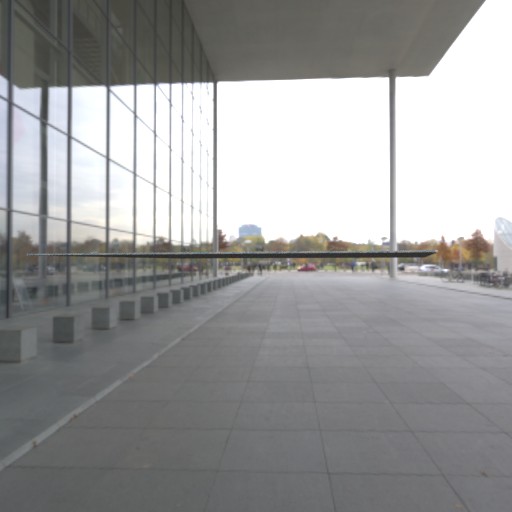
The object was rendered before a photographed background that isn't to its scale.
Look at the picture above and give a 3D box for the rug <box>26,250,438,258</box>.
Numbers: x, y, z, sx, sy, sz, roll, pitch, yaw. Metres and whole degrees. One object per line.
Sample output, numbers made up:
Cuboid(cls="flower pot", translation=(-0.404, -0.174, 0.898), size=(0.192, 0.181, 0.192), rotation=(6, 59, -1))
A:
Cuboid(cls="rug", translation=(0.000, 0.000, 4.193), size=(3.056, 0.013, 2.441), rotation=(0, -1, 19))
